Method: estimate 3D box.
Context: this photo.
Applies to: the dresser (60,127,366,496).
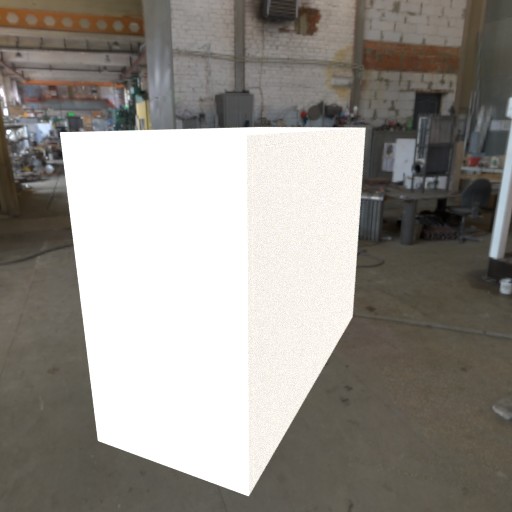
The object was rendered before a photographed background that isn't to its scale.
[{"bbox_3d":[0.000,0.000,1.493,0.460,0.820,1.100,7,18,23],"label":"dresser"}]
